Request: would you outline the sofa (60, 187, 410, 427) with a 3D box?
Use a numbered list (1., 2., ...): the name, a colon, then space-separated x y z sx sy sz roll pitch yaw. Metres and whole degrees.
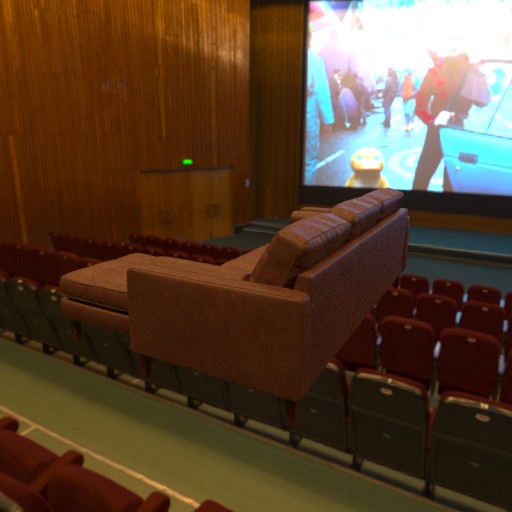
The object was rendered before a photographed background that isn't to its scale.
1. sofa: 0.000 0.000 3.022 1.613 0.841 2.185 8 17 28
